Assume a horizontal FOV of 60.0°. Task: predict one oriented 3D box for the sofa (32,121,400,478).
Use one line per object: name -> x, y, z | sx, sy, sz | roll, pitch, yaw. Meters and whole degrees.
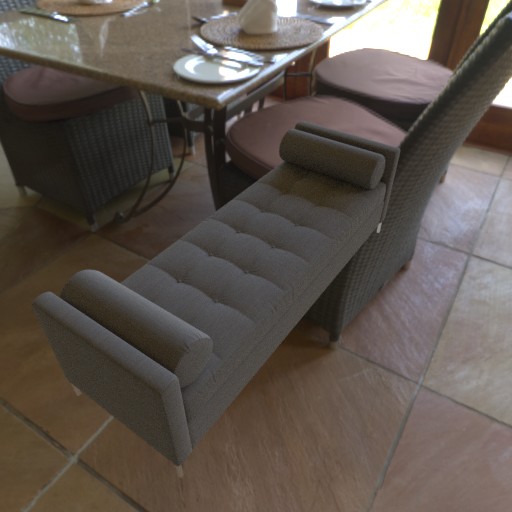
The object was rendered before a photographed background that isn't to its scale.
sofa -> 0.000, 0.000, 2.312 | 0.686, 0.635, 1.981 | 25, 46, 26
